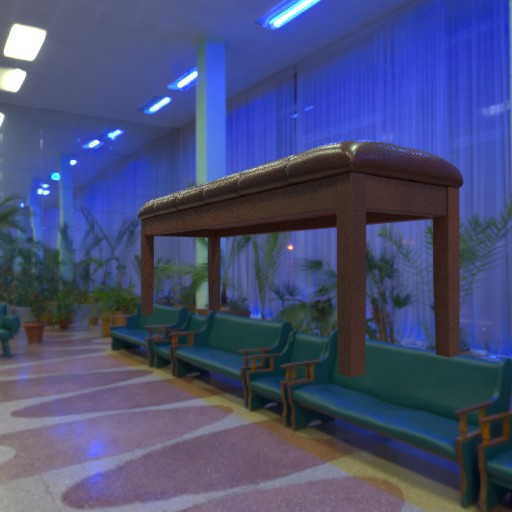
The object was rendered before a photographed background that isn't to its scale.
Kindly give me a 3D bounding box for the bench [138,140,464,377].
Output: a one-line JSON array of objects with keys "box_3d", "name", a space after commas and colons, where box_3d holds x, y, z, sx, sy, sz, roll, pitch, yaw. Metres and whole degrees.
[{"box_3d": [0.000, 0.000, 1.484, 0.401, 0.491, 1.259, 0, -1, -34], "name": "bench"}]
